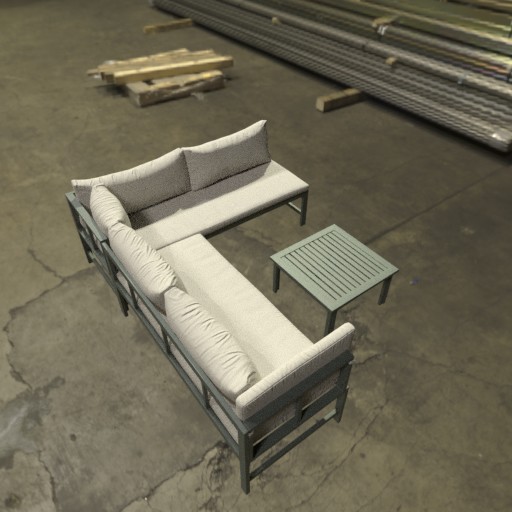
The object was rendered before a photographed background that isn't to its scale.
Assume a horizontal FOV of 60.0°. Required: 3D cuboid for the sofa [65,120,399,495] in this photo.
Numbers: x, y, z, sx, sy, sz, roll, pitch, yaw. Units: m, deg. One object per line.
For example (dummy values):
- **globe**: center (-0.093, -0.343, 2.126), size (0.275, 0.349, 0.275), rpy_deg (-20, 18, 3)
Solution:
- **sofa**: center (0.000, 0.000, 2.898), size (1.658, 0.758, 2.096), rpy_deg (-26, 48, -26)
